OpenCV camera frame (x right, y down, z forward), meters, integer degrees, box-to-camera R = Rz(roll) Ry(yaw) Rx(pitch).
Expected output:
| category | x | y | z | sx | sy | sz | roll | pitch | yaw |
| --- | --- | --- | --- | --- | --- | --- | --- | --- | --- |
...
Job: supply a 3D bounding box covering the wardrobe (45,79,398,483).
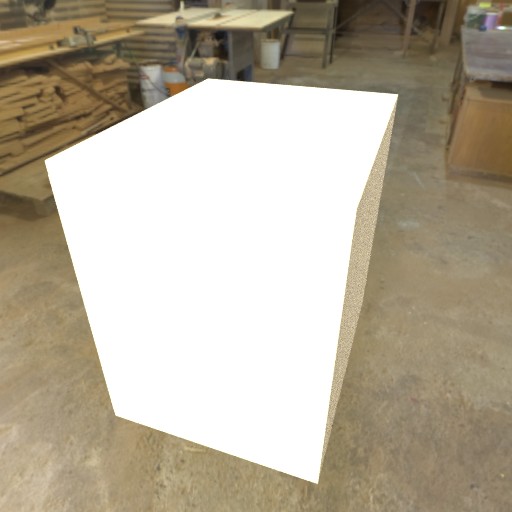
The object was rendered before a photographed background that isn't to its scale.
| category | x | y | z | sx | sy | sz | roll | pitch | yaw |
| --- | --- | --- | --- | --- | --- | --- | --- | --- | --- |
| wardrobe | 0.000 | 0.000 | 0.854 | 0.400 | 0.520 | 0.500 | 11 | 35 | 16 |
